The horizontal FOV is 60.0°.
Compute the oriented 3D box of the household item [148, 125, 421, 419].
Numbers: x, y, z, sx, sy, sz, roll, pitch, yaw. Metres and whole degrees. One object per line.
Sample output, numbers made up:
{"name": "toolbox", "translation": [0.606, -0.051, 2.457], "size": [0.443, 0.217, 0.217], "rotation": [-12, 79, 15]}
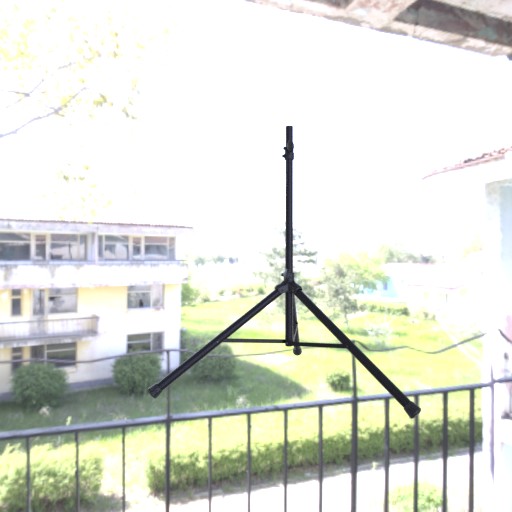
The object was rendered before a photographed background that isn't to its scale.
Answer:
{"name": "household item", "translation": [0.000, 0.000, 1.901], "size": [0.907, 1.136, 1.045], "rotation": [0, 1, -17]}
